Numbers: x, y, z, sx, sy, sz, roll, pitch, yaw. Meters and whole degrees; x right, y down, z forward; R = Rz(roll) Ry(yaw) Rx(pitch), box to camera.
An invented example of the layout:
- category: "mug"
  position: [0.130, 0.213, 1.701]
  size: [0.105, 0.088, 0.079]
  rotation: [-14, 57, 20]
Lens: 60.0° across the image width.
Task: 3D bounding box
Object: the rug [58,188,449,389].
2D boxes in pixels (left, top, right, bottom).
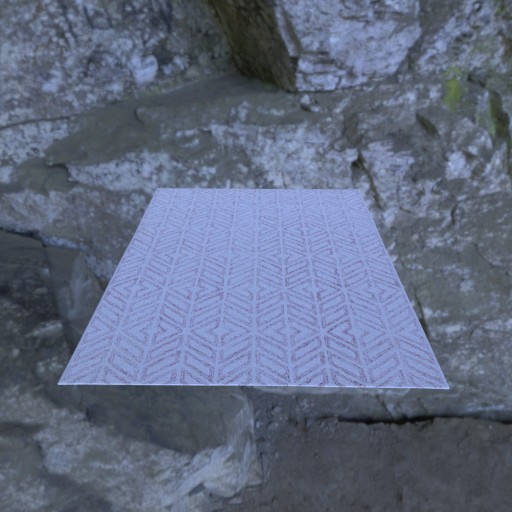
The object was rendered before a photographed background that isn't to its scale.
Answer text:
- category: "rug"
  position: [0.000, 0.000, 4.025]
  size: [2.421, 0.008, 3.045]
  rotation: [0, 32, 1]
